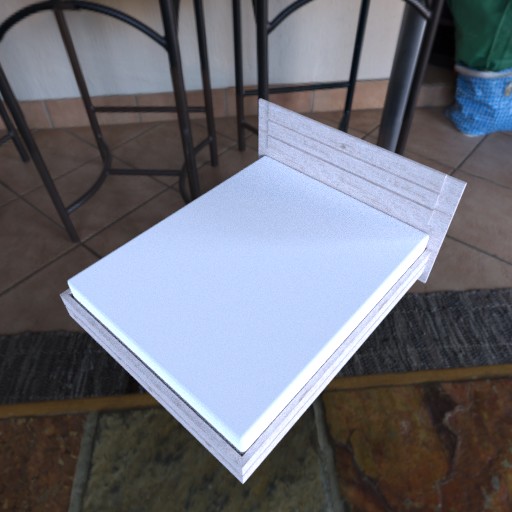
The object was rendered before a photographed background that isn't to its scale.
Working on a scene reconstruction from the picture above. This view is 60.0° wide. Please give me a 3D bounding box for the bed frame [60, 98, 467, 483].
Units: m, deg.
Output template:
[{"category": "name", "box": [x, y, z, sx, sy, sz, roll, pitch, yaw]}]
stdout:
[{"category": "bed frame", "box": [0.000, 0.000, 3.023, 1.750, 0.970, 2.080, 32, 54, 28]}]
